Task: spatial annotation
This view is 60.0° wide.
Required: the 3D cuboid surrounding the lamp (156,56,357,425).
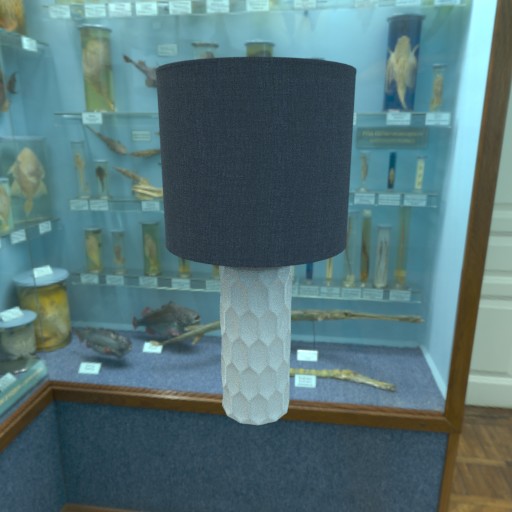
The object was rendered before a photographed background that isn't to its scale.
[{"bbox_3d":[0.000,0.000,0.696,0.277,0.537,0.277,3,16,10],"label":"lamp"}]
